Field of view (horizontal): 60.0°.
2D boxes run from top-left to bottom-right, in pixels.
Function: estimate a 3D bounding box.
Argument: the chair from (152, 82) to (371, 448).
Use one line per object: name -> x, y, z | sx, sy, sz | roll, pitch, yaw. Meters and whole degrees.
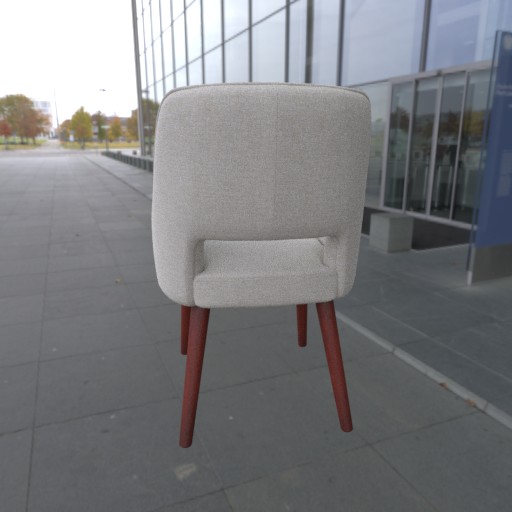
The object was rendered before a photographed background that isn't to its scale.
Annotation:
chair -> 0.000, 0.000, 1.228 | 0.560, 0.840, 0.580 | -2, 15, -8
